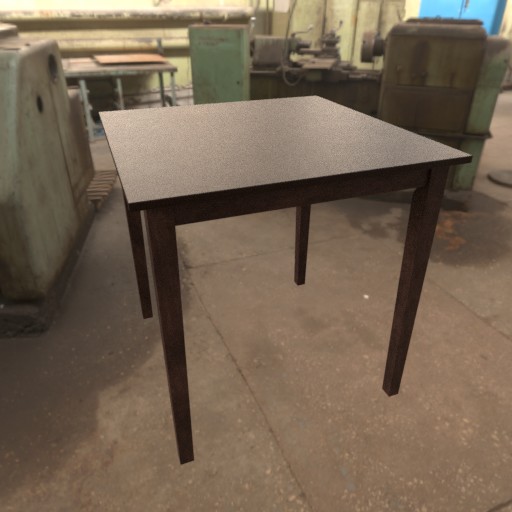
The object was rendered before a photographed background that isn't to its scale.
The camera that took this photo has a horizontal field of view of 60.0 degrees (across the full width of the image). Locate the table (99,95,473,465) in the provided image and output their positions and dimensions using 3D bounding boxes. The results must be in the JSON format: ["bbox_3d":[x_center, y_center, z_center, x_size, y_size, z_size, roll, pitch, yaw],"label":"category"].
[{"bbox_3d":[0.000,0.000,1.367,0.749,0.770,0.749,-11,32,-18],"label":"table"}]
